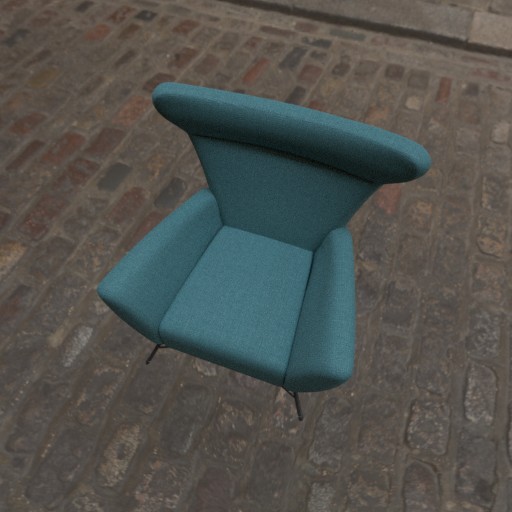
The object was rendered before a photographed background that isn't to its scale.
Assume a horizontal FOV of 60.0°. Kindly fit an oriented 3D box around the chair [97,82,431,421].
[{"bbox_3d":[0.000,0.000,1.812,1.050,0.980,0.900,17,60,10],"label":"chair"}]
